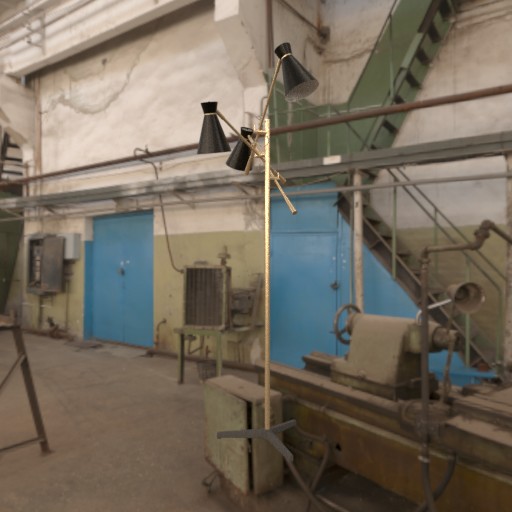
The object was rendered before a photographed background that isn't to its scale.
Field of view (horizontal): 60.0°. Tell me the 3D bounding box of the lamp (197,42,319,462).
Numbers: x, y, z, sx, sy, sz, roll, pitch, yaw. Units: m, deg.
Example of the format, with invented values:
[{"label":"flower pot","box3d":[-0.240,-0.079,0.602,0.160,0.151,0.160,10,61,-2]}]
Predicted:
[{"label":"lamp","box3d":[0.000,0.000,2.116,0.750,1.804,0.653,0,0,37]}]
